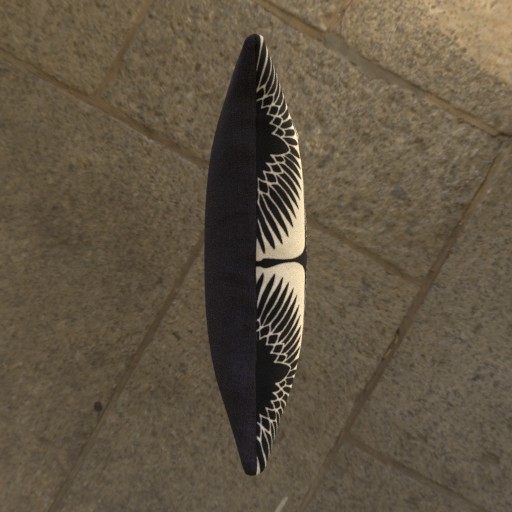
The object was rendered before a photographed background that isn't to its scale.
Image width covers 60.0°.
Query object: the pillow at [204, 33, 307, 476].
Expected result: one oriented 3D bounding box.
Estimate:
[{"bbox_3d":[0.000,0.000,0.640,0.139,0.432,0.432,0,90,1],"label":"pillow"}]
